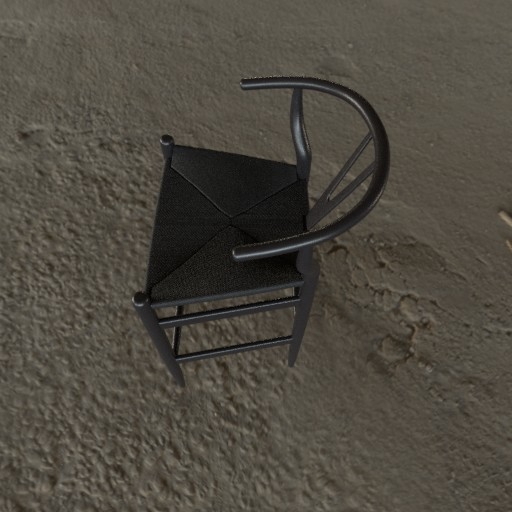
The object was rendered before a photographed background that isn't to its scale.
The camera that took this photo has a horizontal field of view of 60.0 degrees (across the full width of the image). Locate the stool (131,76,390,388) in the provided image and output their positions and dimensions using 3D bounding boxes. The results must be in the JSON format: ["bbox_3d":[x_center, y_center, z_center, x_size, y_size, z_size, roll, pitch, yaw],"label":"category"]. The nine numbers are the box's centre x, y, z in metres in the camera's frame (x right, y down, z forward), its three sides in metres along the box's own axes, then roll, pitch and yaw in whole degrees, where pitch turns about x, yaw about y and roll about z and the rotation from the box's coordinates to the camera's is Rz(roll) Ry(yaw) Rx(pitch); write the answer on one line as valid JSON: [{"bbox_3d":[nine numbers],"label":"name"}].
[{"bbox_3d":[0.000,0.000,1.368,0.579,0.970,0.569,1,58,0],"label":"stool"}]
